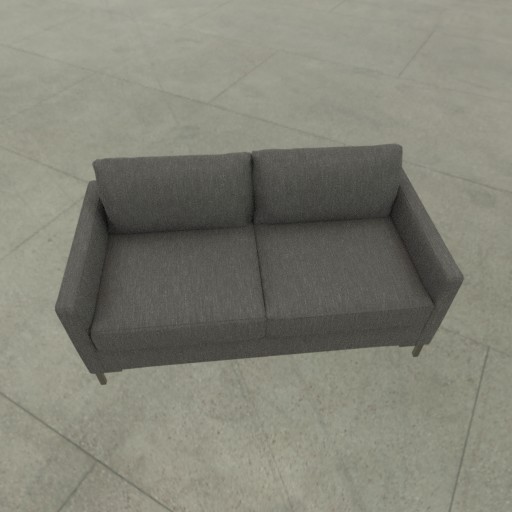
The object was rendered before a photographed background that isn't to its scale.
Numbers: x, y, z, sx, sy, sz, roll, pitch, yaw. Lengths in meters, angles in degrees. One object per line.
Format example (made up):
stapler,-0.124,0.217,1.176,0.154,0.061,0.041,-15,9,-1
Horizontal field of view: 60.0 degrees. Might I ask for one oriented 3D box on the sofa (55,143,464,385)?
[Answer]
sofa,0.000,0.000,2.192,1.682,0.840,0.875,-4,46,-4
